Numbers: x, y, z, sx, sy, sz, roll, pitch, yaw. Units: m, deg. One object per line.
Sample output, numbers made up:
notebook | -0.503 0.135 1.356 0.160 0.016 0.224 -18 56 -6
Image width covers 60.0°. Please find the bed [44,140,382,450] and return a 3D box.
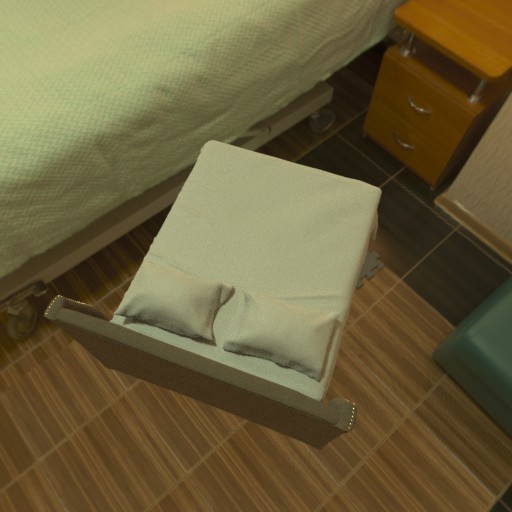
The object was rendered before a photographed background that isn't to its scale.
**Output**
bed | 0.000 0.000 3.549 1.925 1.332 2.276 18 64 9
